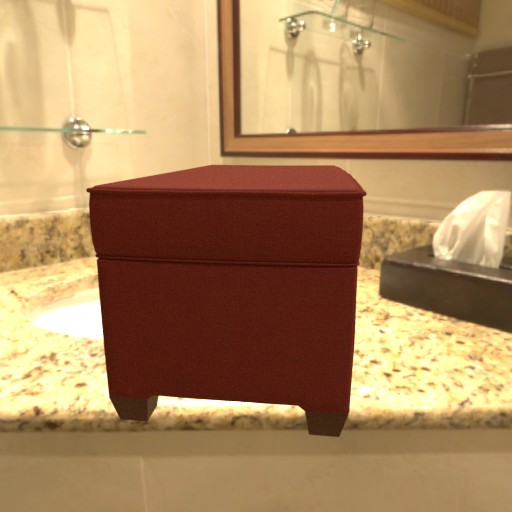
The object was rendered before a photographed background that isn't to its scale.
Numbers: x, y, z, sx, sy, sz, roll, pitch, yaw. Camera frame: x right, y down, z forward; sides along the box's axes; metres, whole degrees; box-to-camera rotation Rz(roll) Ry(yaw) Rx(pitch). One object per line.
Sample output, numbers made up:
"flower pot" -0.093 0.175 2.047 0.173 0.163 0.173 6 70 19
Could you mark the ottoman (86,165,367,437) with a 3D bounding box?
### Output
"ottoman" 0.000 0.000 1.217 0.497 0.454 0.948 2 14 7
